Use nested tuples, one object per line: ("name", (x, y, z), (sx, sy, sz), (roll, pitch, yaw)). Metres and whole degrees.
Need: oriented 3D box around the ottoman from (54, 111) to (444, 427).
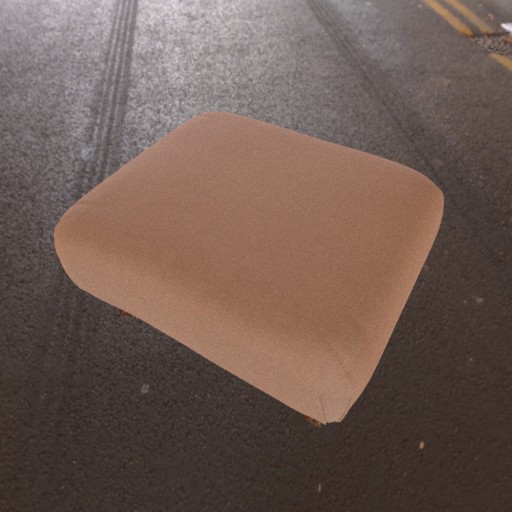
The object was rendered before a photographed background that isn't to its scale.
("ottoman", (0.000, 0.000, 1.117), (0.746, 0.450, 0.639), (24, 51, 21))
